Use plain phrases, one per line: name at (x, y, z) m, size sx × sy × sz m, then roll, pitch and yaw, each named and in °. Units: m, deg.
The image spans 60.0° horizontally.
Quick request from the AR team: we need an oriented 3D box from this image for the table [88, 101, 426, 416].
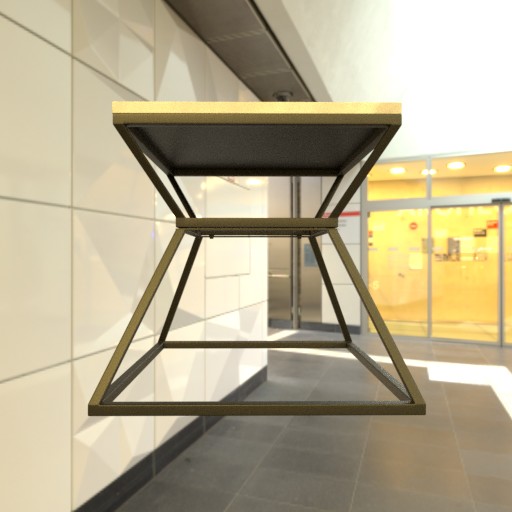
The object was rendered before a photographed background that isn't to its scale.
table at (0.000, 0.000, 0.822) m, size 0.455 × 0.431 × 0.455 m, roll 0°, pitch 0°, yaw 0°
